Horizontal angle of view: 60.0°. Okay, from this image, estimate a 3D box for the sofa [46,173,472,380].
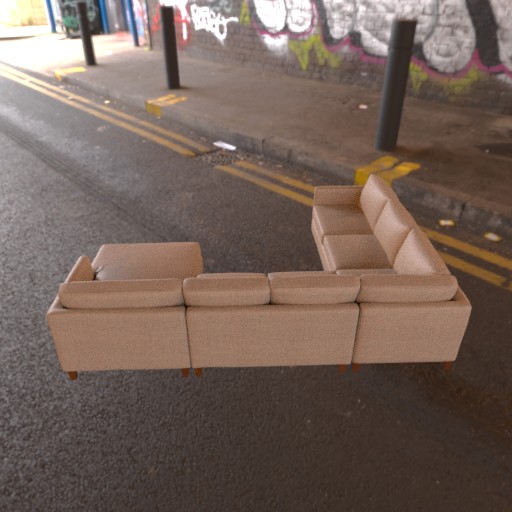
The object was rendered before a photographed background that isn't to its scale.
[{"bbox_3d":[0.000,0.000,4.747,3.460,0.961,2.594,-1,31,-2],"label":"sofa"}]
